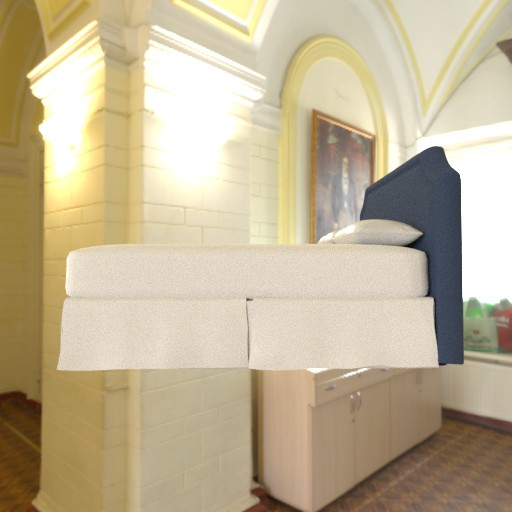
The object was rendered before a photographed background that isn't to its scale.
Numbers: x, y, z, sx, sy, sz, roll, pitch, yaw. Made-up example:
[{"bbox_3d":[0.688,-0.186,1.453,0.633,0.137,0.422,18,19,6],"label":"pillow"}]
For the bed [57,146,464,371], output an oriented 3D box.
[{"bbox_3d":[0.000,0.000,3.306,2.260,1.297,1.831,0,-1,-1],"label":"bed"}]
